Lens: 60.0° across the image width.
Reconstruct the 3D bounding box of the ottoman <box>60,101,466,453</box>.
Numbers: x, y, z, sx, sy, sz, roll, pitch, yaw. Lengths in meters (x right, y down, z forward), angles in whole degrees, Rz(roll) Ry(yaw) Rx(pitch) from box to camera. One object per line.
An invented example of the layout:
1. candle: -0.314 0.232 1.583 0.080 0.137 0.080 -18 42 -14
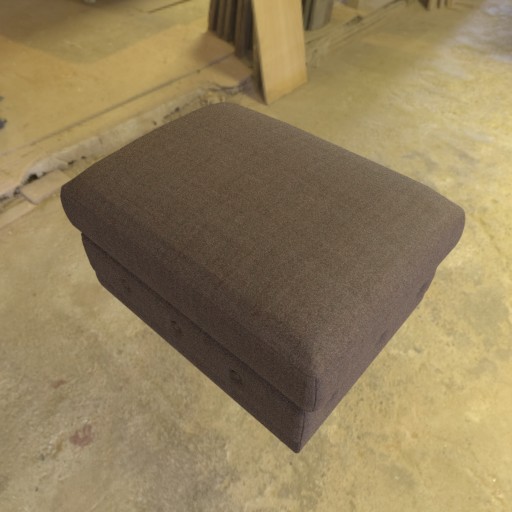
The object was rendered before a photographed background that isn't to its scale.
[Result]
1. ottoman: 0.000 0.000 1.182 0.809 0.555 0.599 33 54 28
